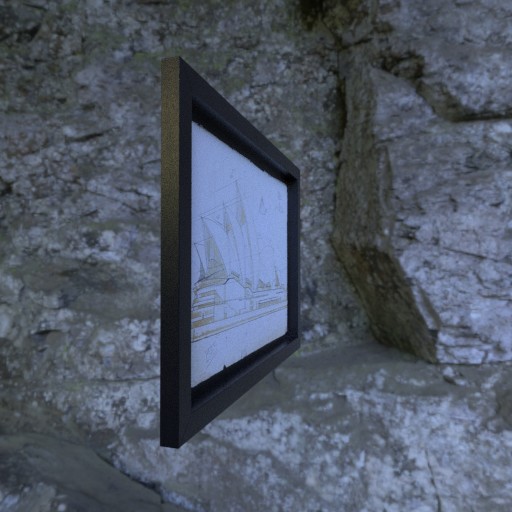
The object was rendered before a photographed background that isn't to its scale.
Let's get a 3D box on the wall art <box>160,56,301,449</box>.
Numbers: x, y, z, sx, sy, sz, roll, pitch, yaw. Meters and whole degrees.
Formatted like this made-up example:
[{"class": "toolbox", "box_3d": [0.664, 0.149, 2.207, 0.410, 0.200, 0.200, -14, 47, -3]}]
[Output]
[{"class": "wall art", "box_3d": [0.000, 0.000, 0.832, 0.027, 0.458, 0.657, 0, -1, 18]}]
